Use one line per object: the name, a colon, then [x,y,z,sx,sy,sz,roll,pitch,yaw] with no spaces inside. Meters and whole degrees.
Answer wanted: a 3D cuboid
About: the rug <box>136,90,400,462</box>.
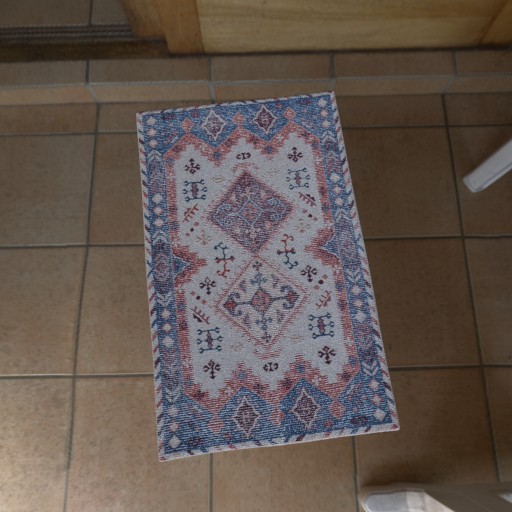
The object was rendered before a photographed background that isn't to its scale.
rug: [0.000,0.000,3.070,1.521,0.023,2.464,-7,75,-2]
